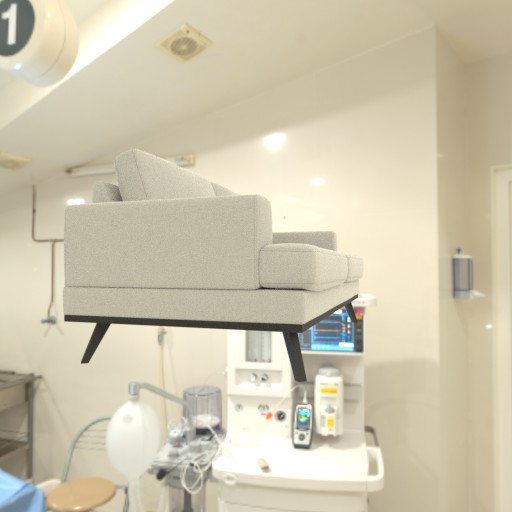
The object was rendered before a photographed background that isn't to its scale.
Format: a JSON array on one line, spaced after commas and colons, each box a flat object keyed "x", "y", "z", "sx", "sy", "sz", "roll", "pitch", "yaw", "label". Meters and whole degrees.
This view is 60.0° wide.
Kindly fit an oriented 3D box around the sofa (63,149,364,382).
[{"x": 0.000, "y": 0.000, "z": 2.218, "sx": 0.920, "sy": 0.810, "sz": 1.650, "roll": 0, "pitch": -2, "yaw": 19, "label": "sofa"}]
